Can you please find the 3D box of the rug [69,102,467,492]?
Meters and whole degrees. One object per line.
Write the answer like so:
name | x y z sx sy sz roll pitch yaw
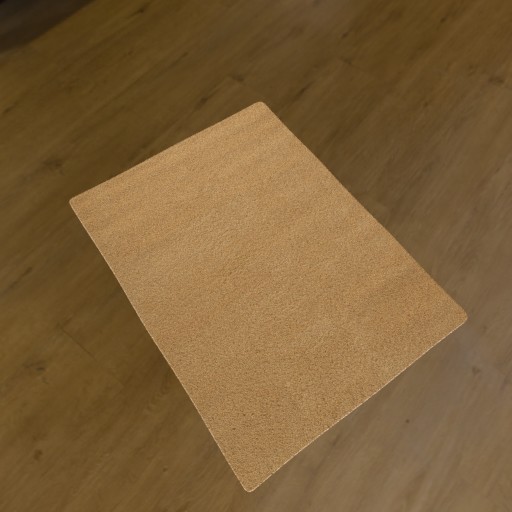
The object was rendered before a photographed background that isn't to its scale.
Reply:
rug | 0.000 0.000 2.108 1.199 0.025 1.600 -32 68 -15
